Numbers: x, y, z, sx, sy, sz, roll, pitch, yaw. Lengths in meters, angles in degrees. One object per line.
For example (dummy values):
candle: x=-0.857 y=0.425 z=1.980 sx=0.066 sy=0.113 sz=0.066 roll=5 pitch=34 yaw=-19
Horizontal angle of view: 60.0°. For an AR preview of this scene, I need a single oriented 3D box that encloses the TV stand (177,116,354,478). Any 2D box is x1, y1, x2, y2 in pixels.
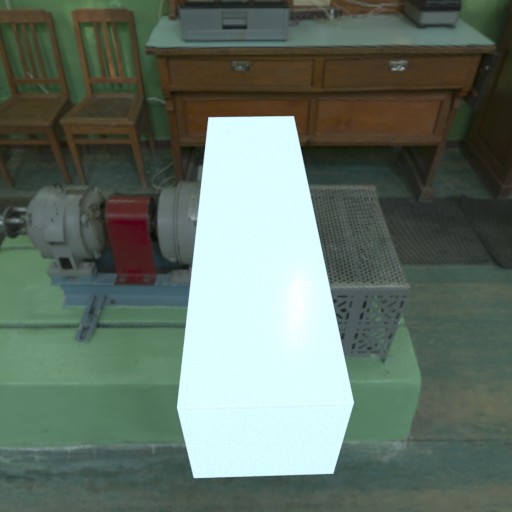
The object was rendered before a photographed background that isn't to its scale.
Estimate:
TV stand: x=0.000 y=0.000 z=1.726 sx=0.410 sy=0.440 sz=1.500 roll=-1 pitch=43 yaw=-1
